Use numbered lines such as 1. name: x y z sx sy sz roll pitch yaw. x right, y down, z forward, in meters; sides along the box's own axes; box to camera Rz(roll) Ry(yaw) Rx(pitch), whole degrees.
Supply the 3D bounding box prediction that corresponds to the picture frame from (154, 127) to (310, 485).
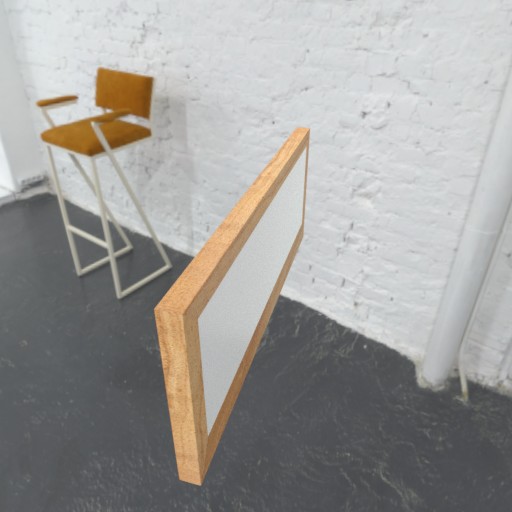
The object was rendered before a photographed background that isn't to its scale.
1. picture frame: 0.000 0.000 0.662 0.045 0.234 0.582 8 32 14
